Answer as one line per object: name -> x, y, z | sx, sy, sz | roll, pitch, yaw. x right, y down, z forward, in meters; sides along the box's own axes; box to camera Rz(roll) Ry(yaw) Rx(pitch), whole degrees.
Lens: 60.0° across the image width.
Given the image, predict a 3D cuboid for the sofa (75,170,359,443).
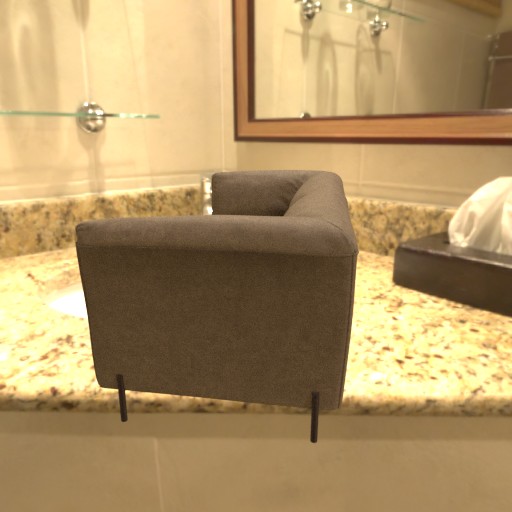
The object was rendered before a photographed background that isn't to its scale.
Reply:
sofa -> 0.000, 0.000, 2.299 | 0.905, 0.747, 1.878 | 3, 16, 9
